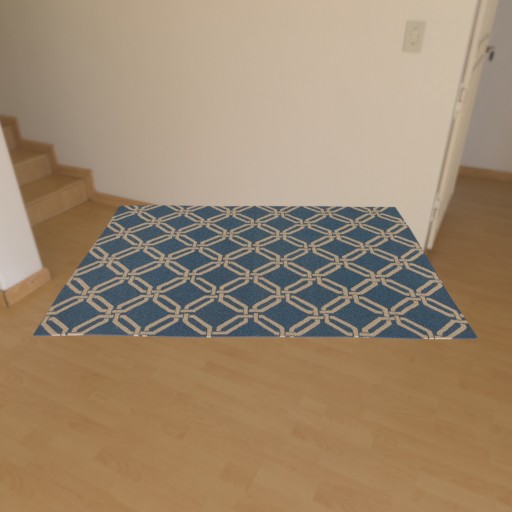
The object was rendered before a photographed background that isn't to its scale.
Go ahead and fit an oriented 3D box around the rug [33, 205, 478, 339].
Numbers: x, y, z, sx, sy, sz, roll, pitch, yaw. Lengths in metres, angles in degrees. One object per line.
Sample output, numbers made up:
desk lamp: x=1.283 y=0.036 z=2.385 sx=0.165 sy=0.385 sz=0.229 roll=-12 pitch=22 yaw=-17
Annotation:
rug: x=0.000 y=0.000 z=2.756 sx=2.135 sy=0.013 sz=1.524 roll=0 pitch=30 yaw=0
